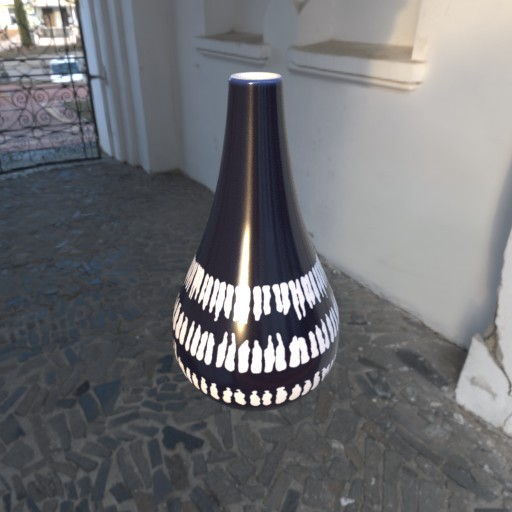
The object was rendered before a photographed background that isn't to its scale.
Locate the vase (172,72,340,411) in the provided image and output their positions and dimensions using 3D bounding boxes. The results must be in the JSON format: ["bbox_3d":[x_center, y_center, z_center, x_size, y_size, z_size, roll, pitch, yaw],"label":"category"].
[{"bbox_3d":[0.000,0.000,0.387,0.159,0.295,0.159,0,29,0],"label":"vase"}]
